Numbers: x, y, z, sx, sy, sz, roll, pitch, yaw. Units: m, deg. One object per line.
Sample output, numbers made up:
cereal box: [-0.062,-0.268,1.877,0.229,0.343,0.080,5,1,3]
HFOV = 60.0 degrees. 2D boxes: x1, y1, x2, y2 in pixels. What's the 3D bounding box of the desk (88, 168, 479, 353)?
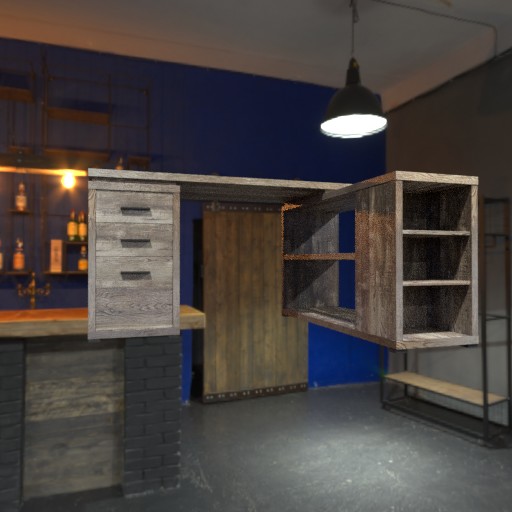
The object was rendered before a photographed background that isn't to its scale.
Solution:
desk: [0.000,0.000,2.149,1.524,0.753,1.200,0,0,-18]
